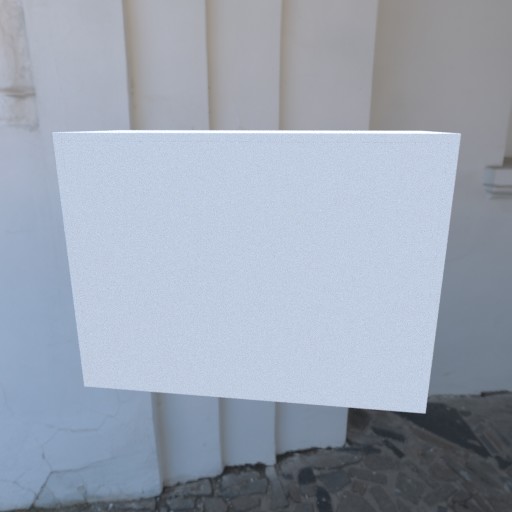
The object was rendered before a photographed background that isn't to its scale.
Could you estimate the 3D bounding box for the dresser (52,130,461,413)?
[{"bbox_3d":[0.000,0.000,1.517,1.100,0.820,0.460,2,17,7],"label":"dresser"}]
